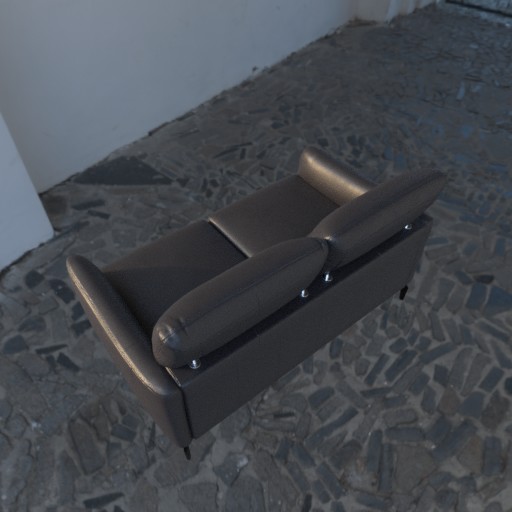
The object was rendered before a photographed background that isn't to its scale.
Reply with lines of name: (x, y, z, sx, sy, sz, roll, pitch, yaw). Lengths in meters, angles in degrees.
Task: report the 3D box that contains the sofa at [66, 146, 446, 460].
sofa: (0.000, 0.000, 2.178, 1.596, 0.920, 0.958, -29, 53, -25)
